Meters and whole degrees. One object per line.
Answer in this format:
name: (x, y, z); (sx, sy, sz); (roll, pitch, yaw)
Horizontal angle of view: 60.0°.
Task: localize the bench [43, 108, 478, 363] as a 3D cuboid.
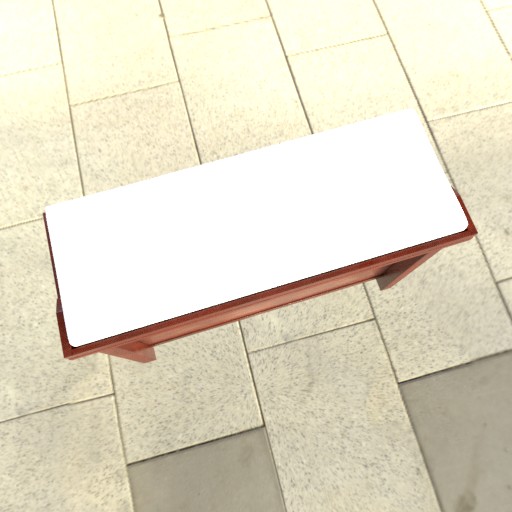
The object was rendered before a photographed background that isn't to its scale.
bench: (0.000, 0.000, 1.331); (0.987, 0.646, 0.369); (-16, 74, -5)
